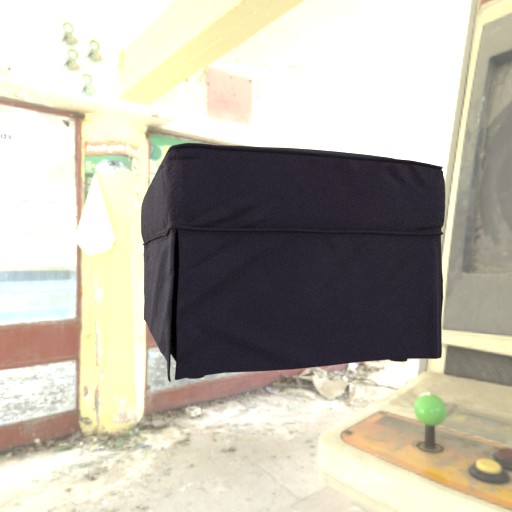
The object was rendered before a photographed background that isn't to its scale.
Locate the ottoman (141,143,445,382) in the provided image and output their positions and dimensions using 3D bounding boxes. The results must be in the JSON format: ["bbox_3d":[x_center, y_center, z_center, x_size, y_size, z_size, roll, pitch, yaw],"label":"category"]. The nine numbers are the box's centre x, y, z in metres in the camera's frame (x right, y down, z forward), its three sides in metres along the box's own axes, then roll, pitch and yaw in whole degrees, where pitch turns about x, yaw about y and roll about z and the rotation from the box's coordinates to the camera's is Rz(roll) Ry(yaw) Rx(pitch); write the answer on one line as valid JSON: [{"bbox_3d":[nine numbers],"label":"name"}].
[{"bbox_3d":[0.000,0.000,1.328,0.637,0.503,0.938,0,-1,-18],"label":"ottoman"}]
